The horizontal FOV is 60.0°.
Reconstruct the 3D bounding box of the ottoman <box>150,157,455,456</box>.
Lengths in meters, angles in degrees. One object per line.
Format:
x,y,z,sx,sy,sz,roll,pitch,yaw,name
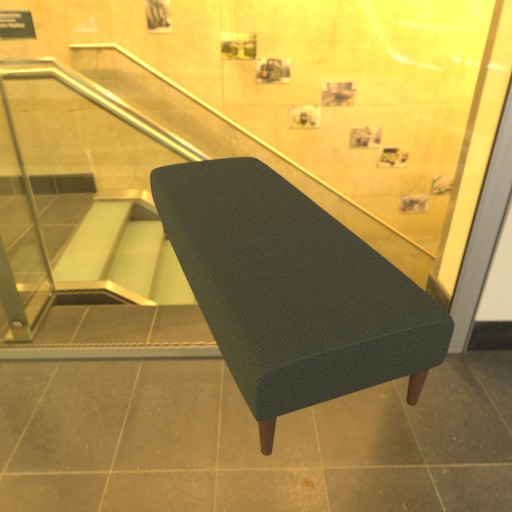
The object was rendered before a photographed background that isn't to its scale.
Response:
0.000,0.000,1.881,0.646,0.393,1.609,-11,32,-18,ottoman
